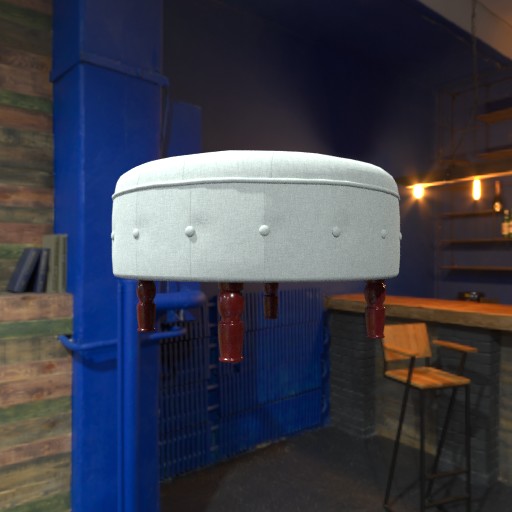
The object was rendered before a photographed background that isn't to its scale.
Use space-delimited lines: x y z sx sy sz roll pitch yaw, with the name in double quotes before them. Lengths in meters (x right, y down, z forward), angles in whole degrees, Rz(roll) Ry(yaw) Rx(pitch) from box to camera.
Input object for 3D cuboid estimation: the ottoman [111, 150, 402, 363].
"ottoman" 0.000 0.000 1.373 0.850 0.483 0.850 0 0 0
